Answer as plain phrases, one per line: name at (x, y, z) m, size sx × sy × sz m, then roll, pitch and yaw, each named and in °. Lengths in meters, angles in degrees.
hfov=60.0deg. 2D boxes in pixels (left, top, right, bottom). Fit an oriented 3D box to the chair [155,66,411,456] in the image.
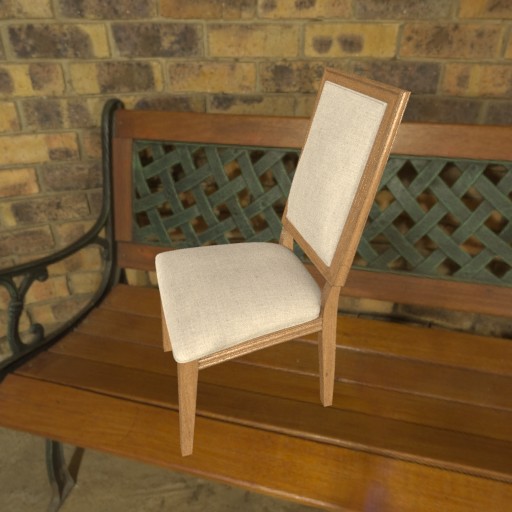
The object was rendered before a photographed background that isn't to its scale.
chair at (0.000, 0.000, 1.333) m, size 0.601 × 0.988 × 0.536 m, roll -9°, pitch 31°, yaw -14°
